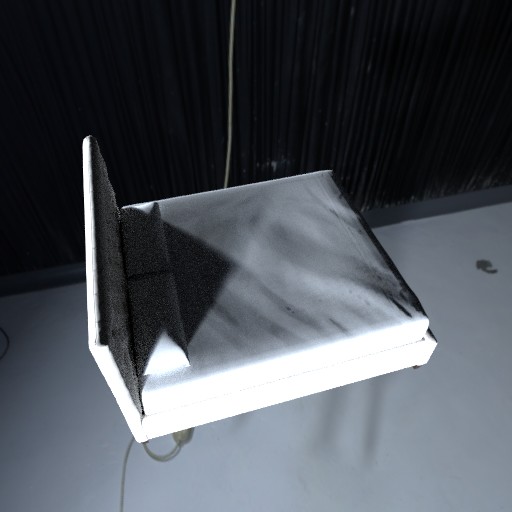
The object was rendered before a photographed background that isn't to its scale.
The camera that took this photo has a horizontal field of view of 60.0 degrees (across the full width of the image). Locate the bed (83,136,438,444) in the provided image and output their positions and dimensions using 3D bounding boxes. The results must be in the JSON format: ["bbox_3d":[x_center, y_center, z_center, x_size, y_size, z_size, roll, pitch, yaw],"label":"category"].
[{"bbox_3d":[0.000,0.000,3.680,2.387,1.427,2.078,-12,49,-10],"label":"bed"}]
